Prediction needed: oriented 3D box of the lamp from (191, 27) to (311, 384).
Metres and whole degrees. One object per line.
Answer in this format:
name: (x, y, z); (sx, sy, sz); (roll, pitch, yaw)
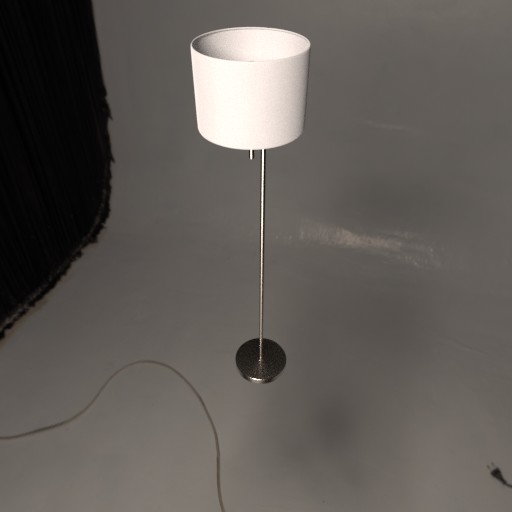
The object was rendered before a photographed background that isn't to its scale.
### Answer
lamp: (0.000, 0.000, 1.753); (0.324, 1.600, 0.416); (12, 42, 13)
